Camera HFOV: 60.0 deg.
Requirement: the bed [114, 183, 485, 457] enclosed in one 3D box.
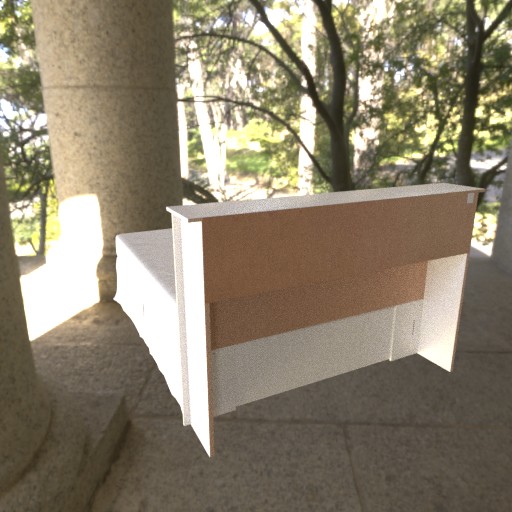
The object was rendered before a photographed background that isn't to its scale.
[{"bbox_3d":[0.000,0.000,3.073,1.671,1.092,2.133,-9,19,-26],"label":"bed"}]
